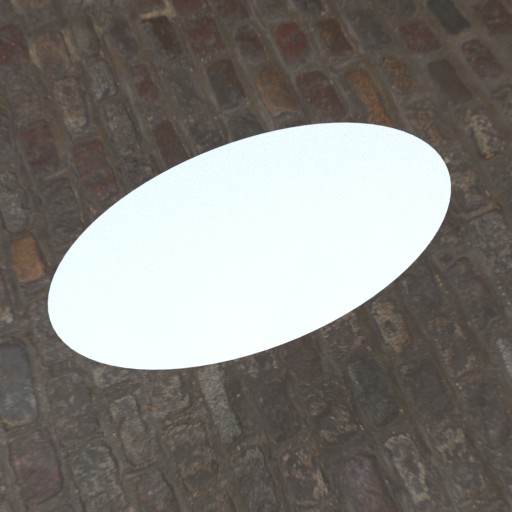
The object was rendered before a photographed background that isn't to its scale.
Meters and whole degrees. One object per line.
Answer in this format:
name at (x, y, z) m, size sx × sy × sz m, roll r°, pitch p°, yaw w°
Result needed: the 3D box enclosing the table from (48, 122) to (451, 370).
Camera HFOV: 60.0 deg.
table at (0.000, 0.000, 1.315) m, size 1.083 × 0.390 × 0.542 m, roll -22°, pitch 77°, yaw -5°
